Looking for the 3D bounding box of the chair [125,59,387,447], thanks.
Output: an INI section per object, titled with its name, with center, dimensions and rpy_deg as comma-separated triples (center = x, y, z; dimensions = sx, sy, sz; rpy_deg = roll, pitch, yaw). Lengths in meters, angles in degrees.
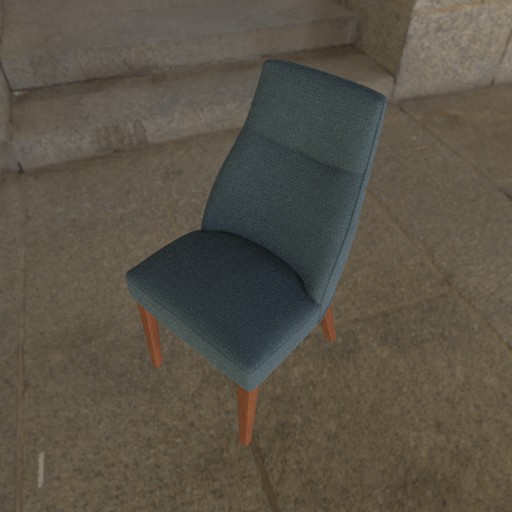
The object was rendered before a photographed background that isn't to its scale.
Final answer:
[chair]
center = 0.000, 0.000, 1.325
dimensions = 0.500, 0.930, 0.620
rpy_deg = 32, 53, 28
